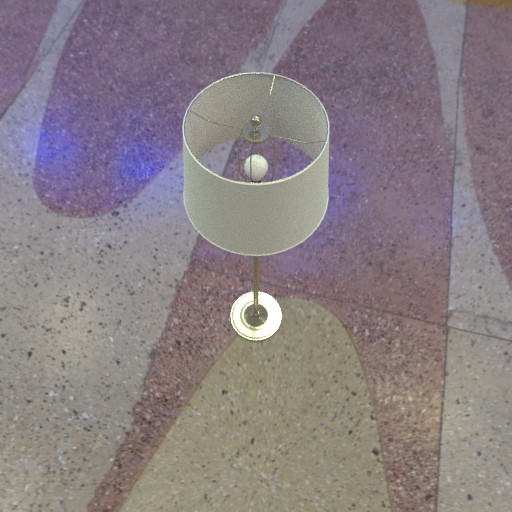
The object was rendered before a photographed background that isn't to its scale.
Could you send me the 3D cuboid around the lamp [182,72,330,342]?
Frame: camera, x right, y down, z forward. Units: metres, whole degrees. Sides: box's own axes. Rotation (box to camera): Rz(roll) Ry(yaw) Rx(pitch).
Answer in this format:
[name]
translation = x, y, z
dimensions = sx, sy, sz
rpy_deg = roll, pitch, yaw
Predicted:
[lamp]
translation = 0.000, 0.000, 1.709
dimensions = 0.431, 1.488, 0.431
rpy_deg = 0, 64, 0
